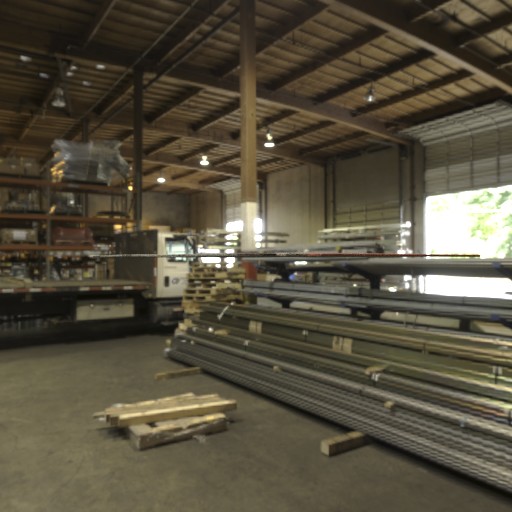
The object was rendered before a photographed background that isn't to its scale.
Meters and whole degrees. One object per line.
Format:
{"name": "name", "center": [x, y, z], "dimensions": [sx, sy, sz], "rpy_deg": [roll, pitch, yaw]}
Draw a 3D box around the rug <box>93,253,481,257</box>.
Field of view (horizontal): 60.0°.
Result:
{"name": "rug", "center": [0.000, 0.000, 2.991], "dimensions": [1.530, 0.017, 2.446], "rpy_deg": [0, 0, -36]}
